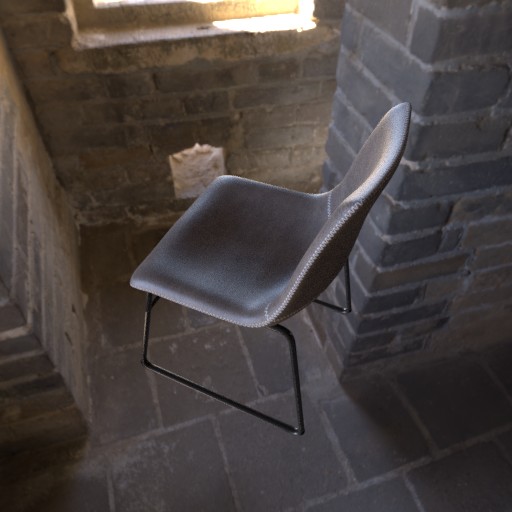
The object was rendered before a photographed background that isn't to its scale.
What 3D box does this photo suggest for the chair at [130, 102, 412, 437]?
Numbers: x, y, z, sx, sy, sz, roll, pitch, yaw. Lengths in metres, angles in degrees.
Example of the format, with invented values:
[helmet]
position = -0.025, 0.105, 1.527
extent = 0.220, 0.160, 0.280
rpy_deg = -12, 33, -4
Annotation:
[chair]
position = 0.000, 0.000, 1.102
extent = 0.550, 0.780, 0.460
rpy_deg = 19, 49, 17
